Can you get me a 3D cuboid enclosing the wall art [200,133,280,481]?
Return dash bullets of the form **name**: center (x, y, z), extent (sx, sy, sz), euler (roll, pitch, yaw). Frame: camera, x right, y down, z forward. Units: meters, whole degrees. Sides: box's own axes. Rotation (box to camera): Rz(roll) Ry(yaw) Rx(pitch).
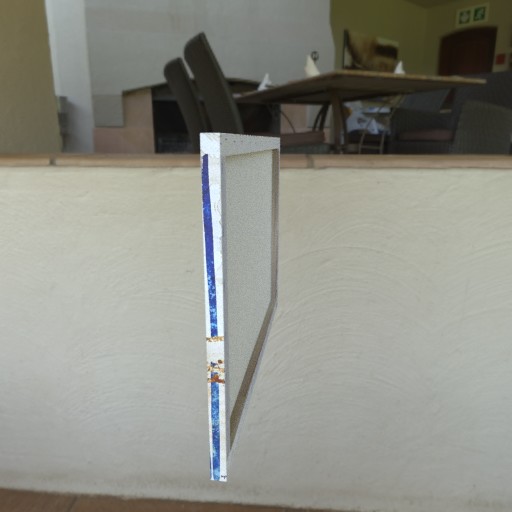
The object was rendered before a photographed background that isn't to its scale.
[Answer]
- **wall art**: center (0.000, 0.000, 1.453), extent (0.038, 0.757, 1.143), euler (2, 15, 8)
